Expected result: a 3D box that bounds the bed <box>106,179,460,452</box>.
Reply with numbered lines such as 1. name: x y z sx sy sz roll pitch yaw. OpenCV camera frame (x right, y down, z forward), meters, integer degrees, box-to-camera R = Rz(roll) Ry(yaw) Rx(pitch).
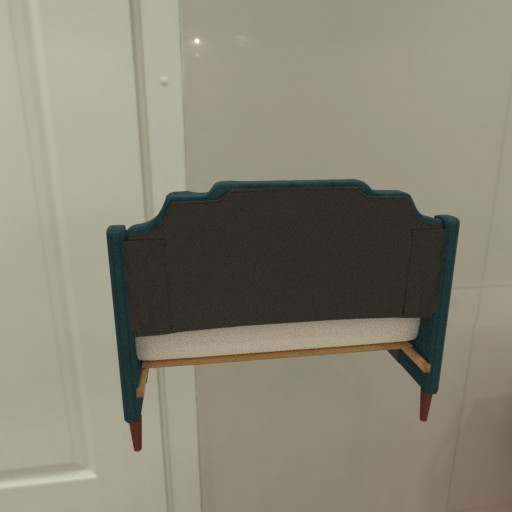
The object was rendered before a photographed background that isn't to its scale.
1. bed: 0.000 0.000 3.263 1.676 1.351 2.322 -2 17 -8
